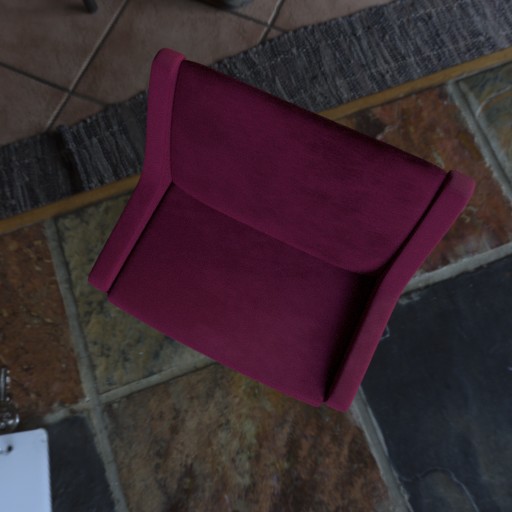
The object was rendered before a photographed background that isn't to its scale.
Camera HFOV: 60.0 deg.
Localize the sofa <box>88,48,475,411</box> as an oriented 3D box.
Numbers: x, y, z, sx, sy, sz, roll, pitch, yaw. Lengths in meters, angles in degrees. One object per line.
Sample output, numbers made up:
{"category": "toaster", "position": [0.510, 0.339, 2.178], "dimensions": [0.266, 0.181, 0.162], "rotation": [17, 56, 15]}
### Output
{"category": "sofa", "position": [0.000, 0.000, 1.926], "dimensions": [1.242, 0.976, 0.946], "rotation": [25, 77, 6]}
